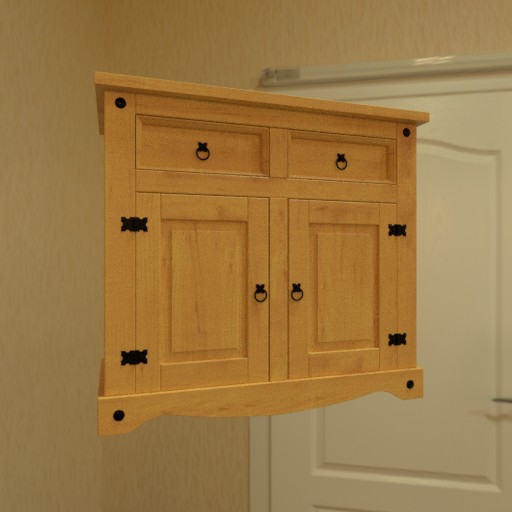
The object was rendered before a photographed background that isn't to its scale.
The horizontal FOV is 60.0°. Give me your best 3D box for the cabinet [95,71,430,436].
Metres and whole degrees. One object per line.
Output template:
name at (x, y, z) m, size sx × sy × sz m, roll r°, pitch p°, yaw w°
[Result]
cabinet at (0.000, 0.000, 1.365) m, size 0.920 × 0.840 × 0.450 m, roll 0°, pitch 0°, yaw -18°
